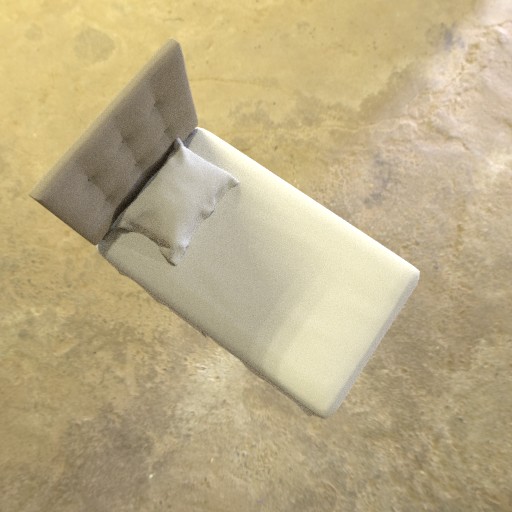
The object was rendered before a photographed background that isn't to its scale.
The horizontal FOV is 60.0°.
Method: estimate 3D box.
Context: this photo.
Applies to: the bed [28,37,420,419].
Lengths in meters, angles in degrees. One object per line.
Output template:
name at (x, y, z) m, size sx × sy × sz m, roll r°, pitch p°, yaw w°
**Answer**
bed at (0.000, 0.000, 2.898) m, size 1.997 × 1.571 × 1.261 m, roll 35°, pitch 78°, yaw 8°
